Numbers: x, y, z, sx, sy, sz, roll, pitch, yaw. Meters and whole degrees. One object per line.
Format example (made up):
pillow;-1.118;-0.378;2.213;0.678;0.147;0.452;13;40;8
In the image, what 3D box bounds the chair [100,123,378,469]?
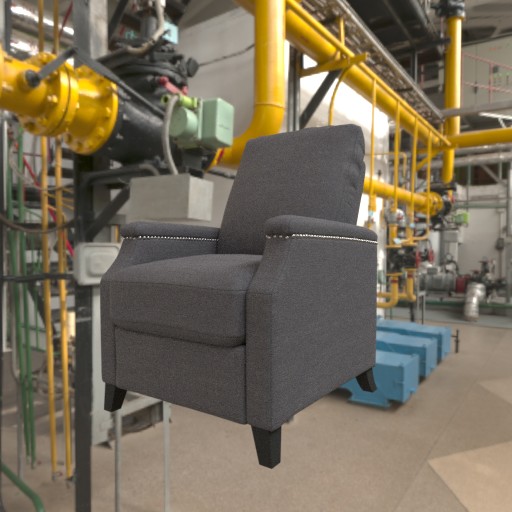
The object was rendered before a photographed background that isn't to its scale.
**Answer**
chair;0.000;0.000;1.640;0.710;1.049;0.922;1;2;35
